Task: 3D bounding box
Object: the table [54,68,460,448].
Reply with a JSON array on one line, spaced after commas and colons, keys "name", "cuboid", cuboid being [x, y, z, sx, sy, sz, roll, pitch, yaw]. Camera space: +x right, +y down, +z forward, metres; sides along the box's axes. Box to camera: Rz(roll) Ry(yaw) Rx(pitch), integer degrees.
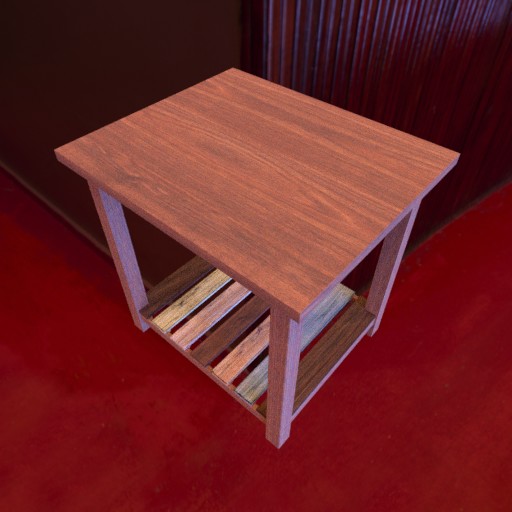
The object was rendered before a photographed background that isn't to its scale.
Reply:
[{"name": "table", "cuboid": [0.000, 0.000, 1.170, 0.660, 0.635, 0.559, 32, 54, 27]}]
